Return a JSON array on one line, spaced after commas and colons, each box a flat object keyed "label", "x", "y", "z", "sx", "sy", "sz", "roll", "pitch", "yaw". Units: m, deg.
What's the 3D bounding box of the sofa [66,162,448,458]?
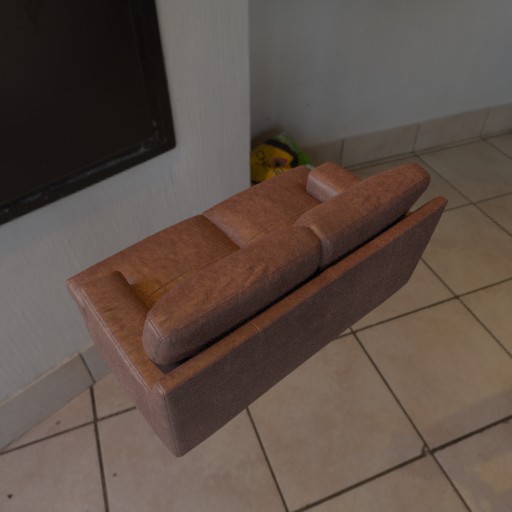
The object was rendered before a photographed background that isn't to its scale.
[{"label": "sofa", "x": 0.000, "y": 0.000, "z": 2.501, "sx": 1.880, "sy": 0.939, "sz": 1.143, "roll": -30, "pitch": 52, "yaw": -27}]
